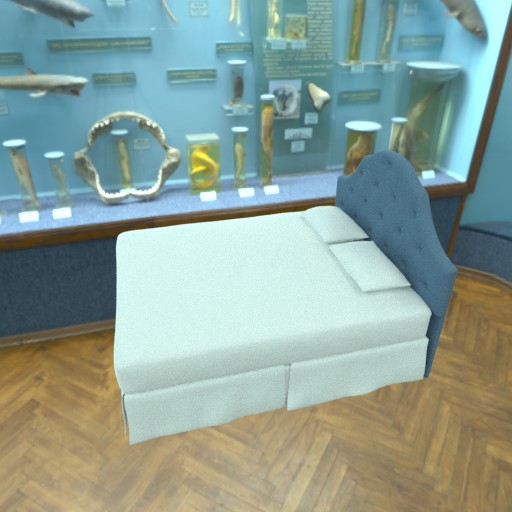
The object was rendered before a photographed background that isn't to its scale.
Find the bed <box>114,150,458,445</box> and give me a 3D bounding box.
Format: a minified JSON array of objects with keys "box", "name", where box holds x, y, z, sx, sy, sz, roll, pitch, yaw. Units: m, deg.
[{"box":[0.000,0.000,3.835,2.477,1.617,2.039,-8,32,-12],"name":"bed"}]
